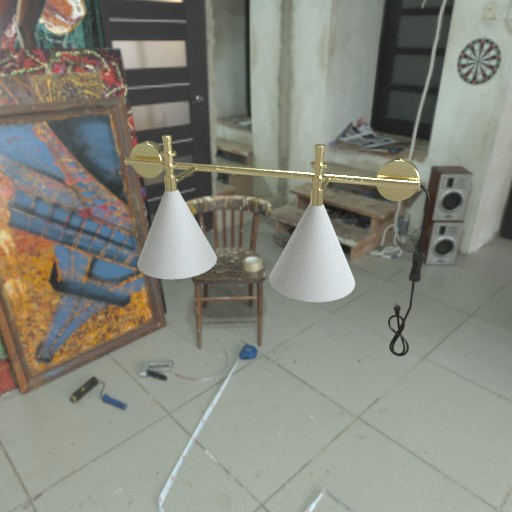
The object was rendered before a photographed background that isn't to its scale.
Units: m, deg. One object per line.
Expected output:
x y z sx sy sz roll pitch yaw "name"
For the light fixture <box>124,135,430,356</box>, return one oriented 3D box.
0.000 0.000 0.882 0.642 0.468 0.239 8 27 15 "light fixture"
